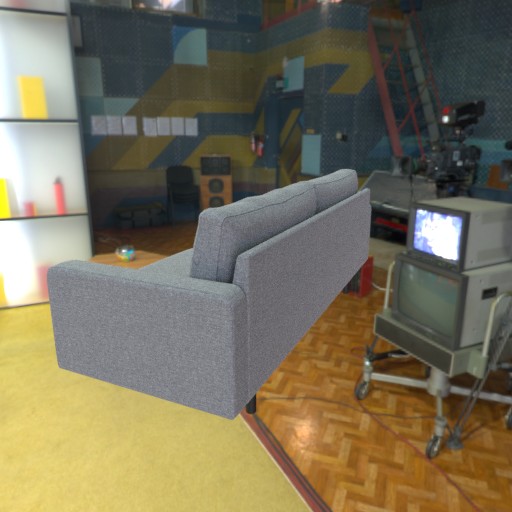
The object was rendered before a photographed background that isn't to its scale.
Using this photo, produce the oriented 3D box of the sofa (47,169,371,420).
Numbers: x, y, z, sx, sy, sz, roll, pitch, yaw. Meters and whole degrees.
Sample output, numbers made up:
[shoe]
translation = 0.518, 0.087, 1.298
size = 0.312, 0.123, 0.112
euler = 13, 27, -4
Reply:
[sofa]
translation = 0.000, 0.000, 2.569
size = 0.880, 0.880, 2.200
euler = 7, 17, 24
